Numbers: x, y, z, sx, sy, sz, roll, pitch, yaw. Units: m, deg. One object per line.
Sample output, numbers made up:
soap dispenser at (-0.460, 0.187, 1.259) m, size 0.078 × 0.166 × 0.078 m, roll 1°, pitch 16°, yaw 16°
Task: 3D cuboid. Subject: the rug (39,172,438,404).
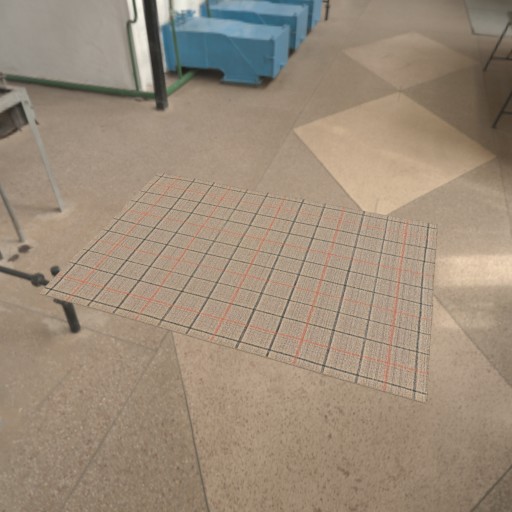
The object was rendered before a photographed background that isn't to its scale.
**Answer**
rug at (0.000, 0.000, 2.378) m, size 1.829 × 0.013 × 1.220 m, roll 13°, pitch 43°, yaw 14°
